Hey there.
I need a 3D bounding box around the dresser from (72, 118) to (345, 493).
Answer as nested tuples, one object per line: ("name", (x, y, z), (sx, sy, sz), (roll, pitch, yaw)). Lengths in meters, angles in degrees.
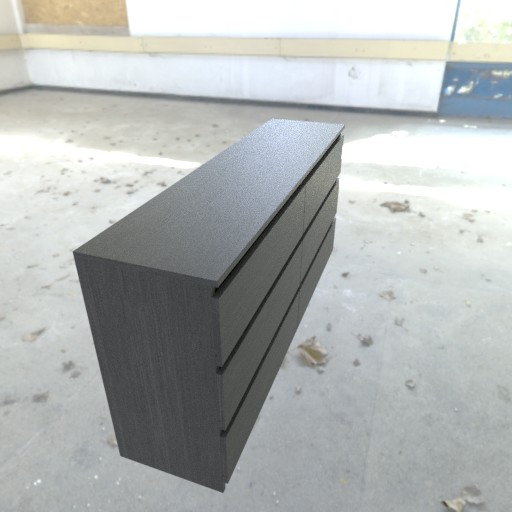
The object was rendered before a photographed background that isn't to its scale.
("dresser", (0.000, 0.000, 1.899), (0.400, 0.795, 1.590), (10, 31, 17))
